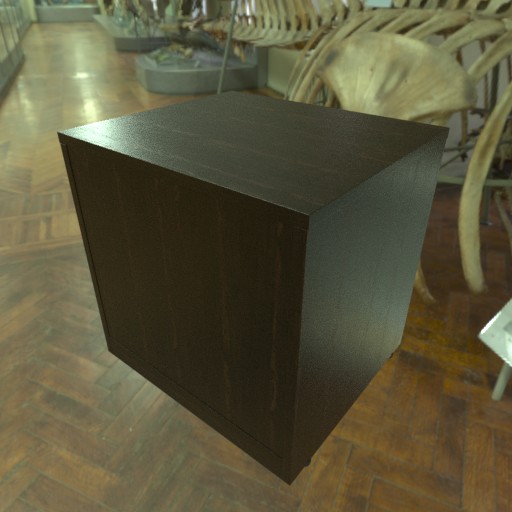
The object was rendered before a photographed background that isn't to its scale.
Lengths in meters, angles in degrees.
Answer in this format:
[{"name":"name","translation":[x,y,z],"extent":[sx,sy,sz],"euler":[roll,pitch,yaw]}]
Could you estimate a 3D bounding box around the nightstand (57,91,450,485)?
[{"name":"nightstand","translation":[0.000,0.000,0.857],"extent":[0.489,0.487,0.427],"euler":[23,38,33]}]
